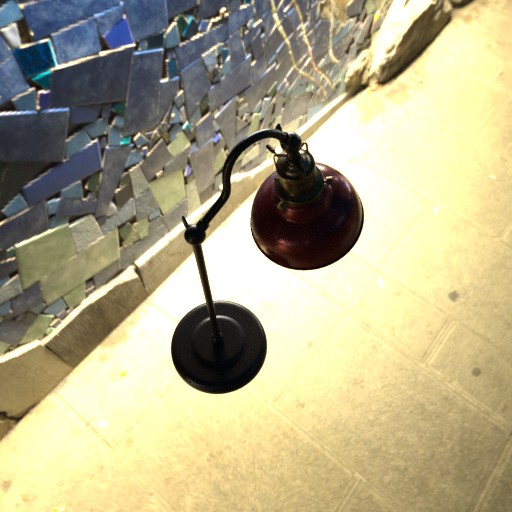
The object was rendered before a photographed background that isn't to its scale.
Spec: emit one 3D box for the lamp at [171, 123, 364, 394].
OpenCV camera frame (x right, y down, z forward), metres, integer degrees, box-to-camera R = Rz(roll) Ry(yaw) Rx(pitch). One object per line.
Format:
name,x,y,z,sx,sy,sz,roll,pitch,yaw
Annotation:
lamp,0.000,0.000,0.697,0.374,0.508,0.192,-32,64,-18
